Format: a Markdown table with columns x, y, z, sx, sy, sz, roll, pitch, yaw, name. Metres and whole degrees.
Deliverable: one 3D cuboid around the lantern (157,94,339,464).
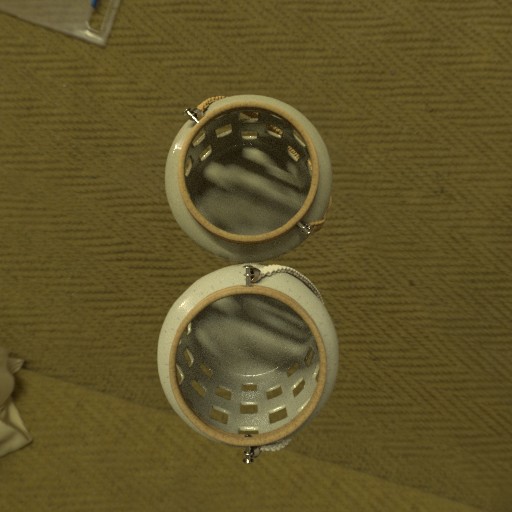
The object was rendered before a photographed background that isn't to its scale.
| x | y | z | sx | sy | sz | roll | pitch | yaw | name |
| --- | --- | --- | --- | --- | --- | --- | --- | --- | --- |
| 0.000 | 0.000 | 0.485 | 0.184 | 0.255 | 0.347 | 0 | 90 | -1 | lantern |
